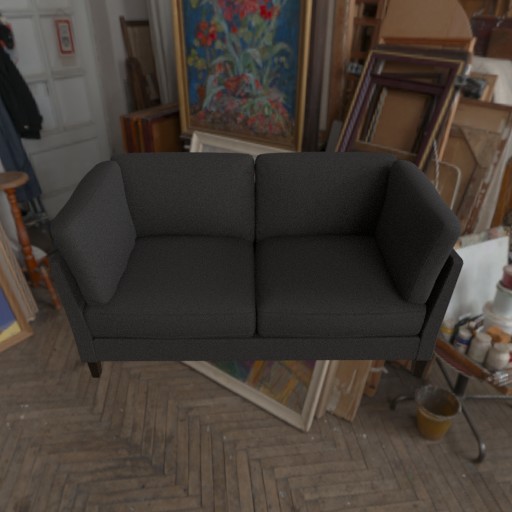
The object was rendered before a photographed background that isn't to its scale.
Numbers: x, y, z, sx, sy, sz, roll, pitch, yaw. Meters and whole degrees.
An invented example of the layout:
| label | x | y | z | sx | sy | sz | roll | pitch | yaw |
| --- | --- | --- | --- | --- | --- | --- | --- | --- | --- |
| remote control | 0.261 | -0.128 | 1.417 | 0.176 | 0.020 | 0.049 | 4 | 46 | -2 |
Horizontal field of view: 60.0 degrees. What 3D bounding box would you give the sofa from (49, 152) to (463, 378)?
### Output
| label | x | y | z | sx | sy | sz | roll | pitch | yaw |
| --- | --- | --- | --- | --- | --- | --- | --- | --- | --- |
| sofa | 0.000 | 0.000 | 2.352 | 1.751 | 0.920 | 0.969 | 0 | 30 | 0 |
